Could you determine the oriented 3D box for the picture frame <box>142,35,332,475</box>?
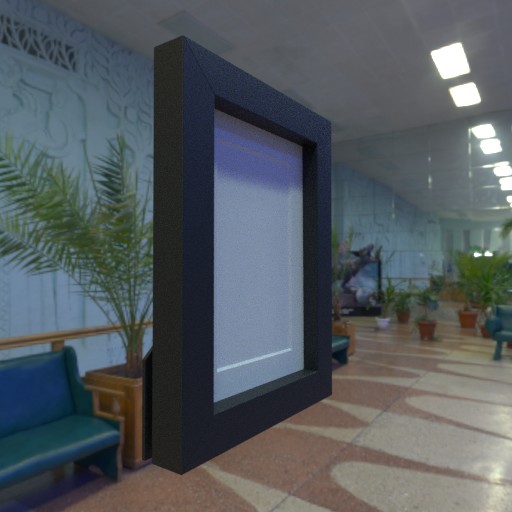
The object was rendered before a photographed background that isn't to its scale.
[{"bbox_3d":[0.000,0.000,0.281,0.028,0.208,0.157,-1,-1,36],"label":"picture frame"}]
